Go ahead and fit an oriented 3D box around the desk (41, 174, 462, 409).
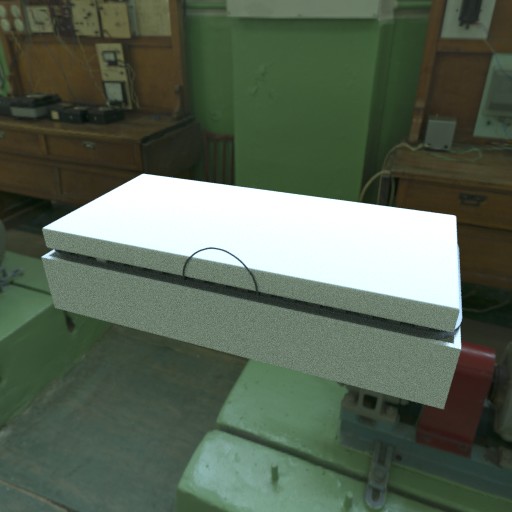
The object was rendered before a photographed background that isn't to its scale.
[{"bbox_3d":[0.000,0.000,2.254,1.900,0.526,0.900,10,31,18],"label":"desk"}]
